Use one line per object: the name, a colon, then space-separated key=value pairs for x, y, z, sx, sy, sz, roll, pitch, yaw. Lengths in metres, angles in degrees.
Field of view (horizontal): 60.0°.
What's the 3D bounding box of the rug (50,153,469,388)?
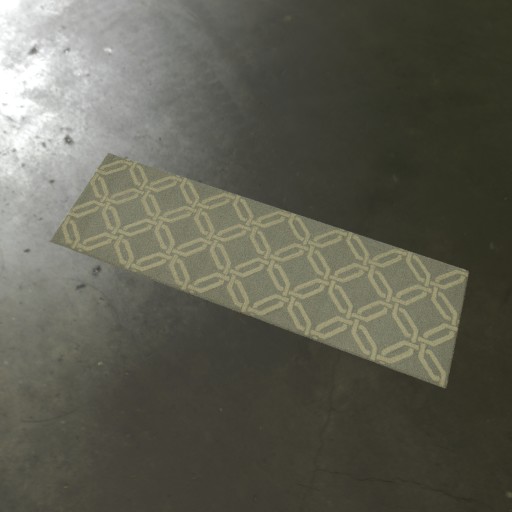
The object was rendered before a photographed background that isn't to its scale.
rug: x=0.000 y=0.000 z=2.499 sx=2.276 sy=0.014 sz=0.678 roll=19 pitch=66 yaw=9
